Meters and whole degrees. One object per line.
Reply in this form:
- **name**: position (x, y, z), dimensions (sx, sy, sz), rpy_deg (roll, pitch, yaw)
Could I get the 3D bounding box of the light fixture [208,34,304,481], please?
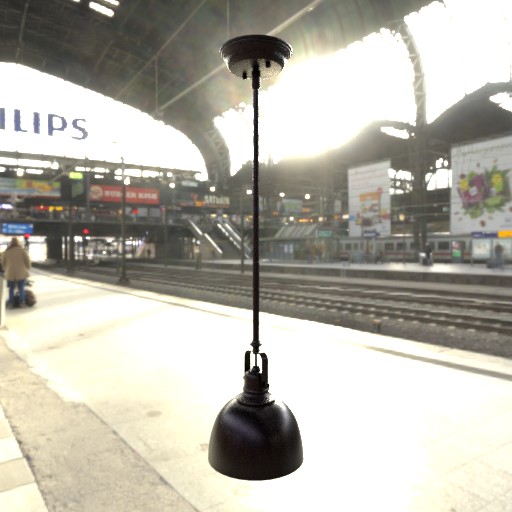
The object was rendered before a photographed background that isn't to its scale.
- **light fixture**: position (0.000, 0.000, 0.840), dimensions (0.182, 0.768, 0.182), rpy_deg (-1, 1, -38)
